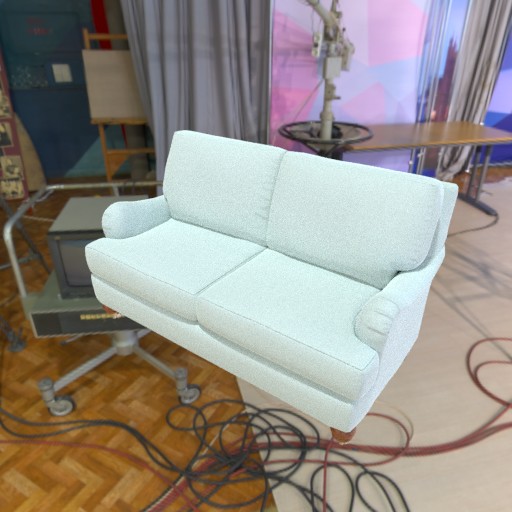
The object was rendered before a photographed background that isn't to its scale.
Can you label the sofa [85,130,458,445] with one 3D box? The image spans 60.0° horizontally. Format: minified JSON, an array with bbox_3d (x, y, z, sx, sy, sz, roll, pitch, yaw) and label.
[{"bbox_3d":[0.000,0.000,2.544,1.853,1.101,1.084,19,35,31],"label":"sofa"}]
